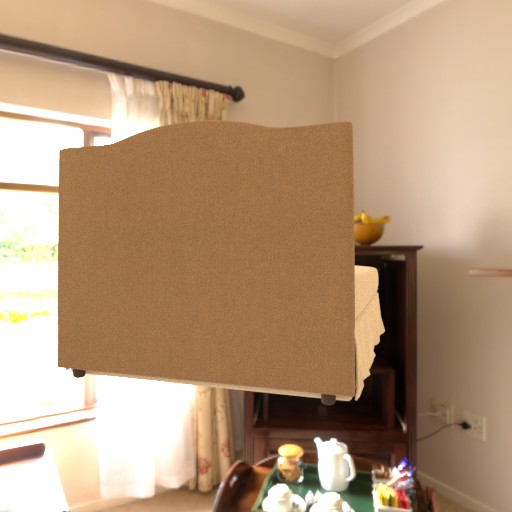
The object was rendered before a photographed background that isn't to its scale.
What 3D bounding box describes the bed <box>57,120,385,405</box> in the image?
[{"bbox_3d":[0.000,0.000,3.415,1.821,1.436,2.282,0,0,19],"label":"bed"}]
